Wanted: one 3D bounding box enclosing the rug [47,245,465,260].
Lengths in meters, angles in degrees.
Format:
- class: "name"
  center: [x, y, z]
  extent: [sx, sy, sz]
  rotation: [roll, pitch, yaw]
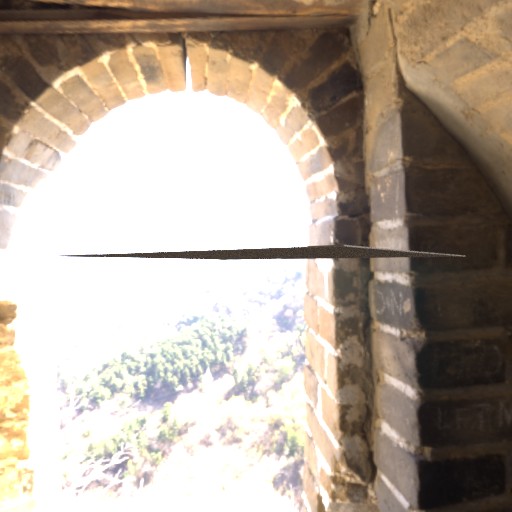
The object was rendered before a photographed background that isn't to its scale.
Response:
- class: "rug"
  center: [0.000, 0.000, 4.114]
  extent: [3.045, 0.008, 2.421]
  rotation: [-1, -2, 38]
